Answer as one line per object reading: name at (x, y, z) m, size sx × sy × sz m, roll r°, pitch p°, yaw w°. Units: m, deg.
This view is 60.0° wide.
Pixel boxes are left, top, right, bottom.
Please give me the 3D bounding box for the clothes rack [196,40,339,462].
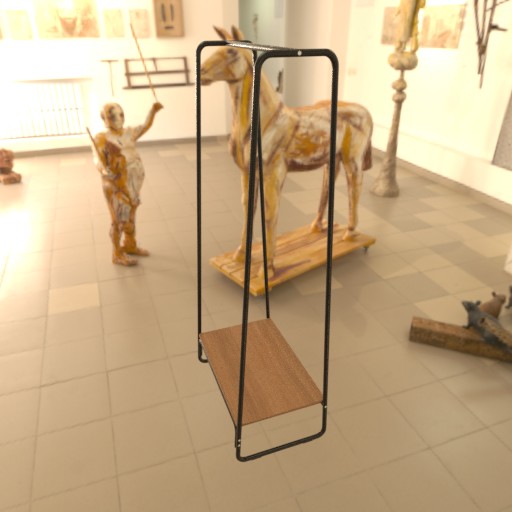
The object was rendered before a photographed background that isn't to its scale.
clothes rack at (0.000, 0.000, 1.736) m, size 0.400 × 1.500 × 0.640 m, roll -10°, pitch 29°, yaw -18°
